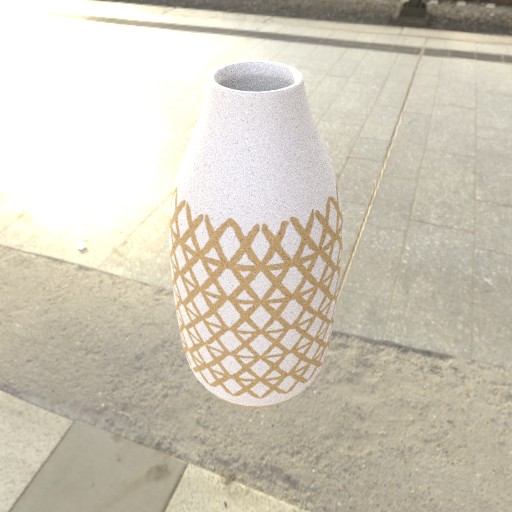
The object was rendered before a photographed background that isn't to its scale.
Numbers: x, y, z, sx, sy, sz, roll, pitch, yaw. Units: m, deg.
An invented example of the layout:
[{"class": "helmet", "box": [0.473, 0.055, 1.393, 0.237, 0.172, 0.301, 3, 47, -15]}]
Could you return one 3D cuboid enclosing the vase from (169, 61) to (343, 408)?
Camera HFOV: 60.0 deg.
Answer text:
[{"class": "vase", "box": [0.000, 0.000, 0.477, 0.186, 0.380, 0.186, 0, 41, 0]}]
